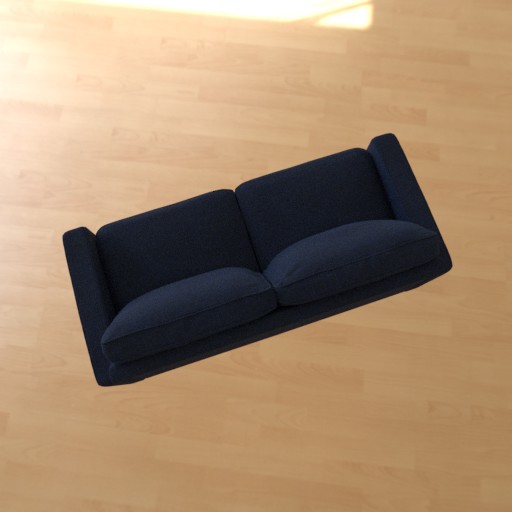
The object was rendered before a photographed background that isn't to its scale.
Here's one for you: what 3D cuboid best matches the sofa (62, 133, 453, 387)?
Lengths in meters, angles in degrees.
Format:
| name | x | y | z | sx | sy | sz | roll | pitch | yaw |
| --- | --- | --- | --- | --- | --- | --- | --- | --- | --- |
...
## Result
| name | x | y | z | sx | sy | sz | roll | pitch | yaw |
| --- | --- | --- | --- | --- | --- | --- | --- | --- | --- |
| sofa | 0.000 | 0.000 | 2.645 | 2.080 | 0.919 | 0.940 | -18 | 76 | -4 |
